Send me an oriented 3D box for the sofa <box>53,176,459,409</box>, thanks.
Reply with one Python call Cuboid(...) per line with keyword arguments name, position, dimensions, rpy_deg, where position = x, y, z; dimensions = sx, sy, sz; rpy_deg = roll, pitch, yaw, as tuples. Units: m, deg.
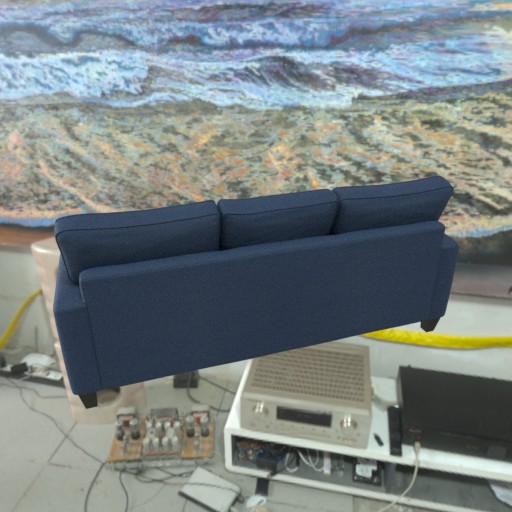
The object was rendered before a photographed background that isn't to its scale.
Cuboid(name="sofa", position=(0.000, 0.000, 2.626), dimensions=(2.158, 0.965, 0.951), rpy_deg=(-8, 27, -17))
